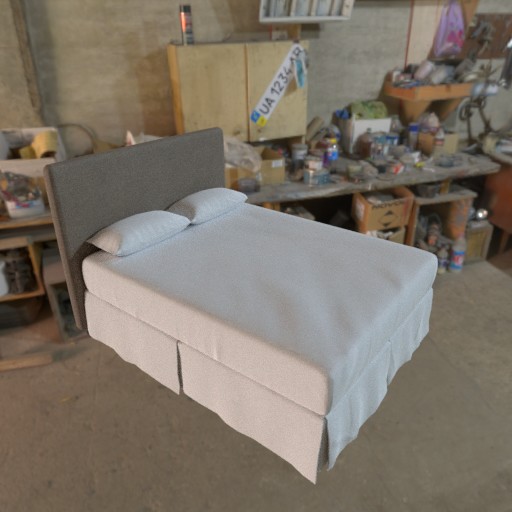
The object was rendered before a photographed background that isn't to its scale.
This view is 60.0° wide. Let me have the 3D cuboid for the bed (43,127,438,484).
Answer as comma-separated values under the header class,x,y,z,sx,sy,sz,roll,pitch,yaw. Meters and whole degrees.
class,x,y,z,sx,sy,sz,roll,pitch,yaw
bed,0.000,0.000,3.104,2.142,1.330,1.723,19,32,33
